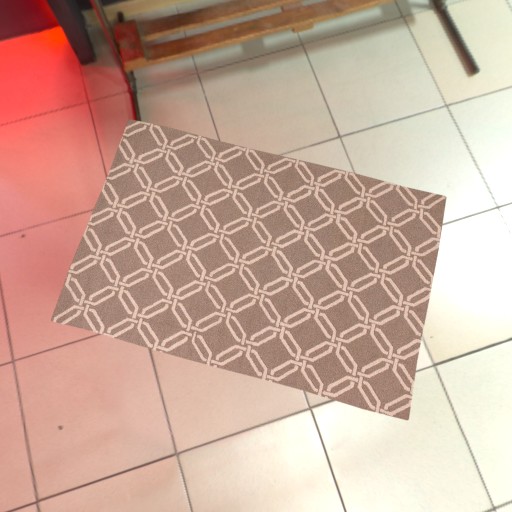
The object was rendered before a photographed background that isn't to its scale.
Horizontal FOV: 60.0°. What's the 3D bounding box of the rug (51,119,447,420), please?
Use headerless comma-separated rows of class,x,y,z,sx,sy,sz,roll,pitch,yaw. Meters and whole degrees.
rug,0.000,0.000,2.206,1.748,0.010,1.142,15,76,4
